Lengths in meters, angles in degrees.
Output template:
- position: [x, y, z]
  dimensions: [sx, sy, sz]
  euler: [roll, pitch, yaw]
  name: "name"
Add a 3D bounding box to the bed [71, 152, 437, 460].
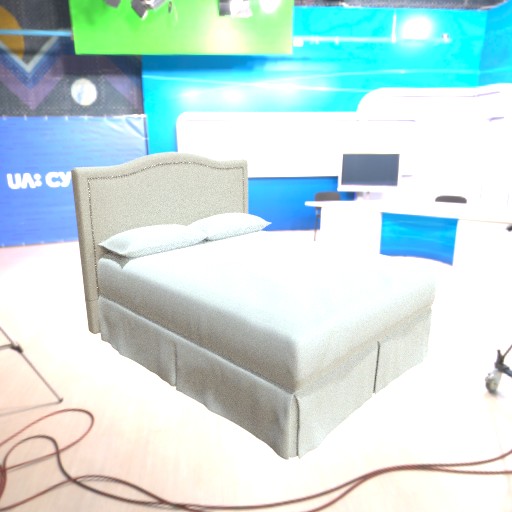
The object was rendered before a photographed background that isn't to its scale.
- position: [0.000, 0.000, 3.309]
  dimensions: [2.143, 1.460, 1.753]
  euler: [15, 21, 42]
  name: "bed"
